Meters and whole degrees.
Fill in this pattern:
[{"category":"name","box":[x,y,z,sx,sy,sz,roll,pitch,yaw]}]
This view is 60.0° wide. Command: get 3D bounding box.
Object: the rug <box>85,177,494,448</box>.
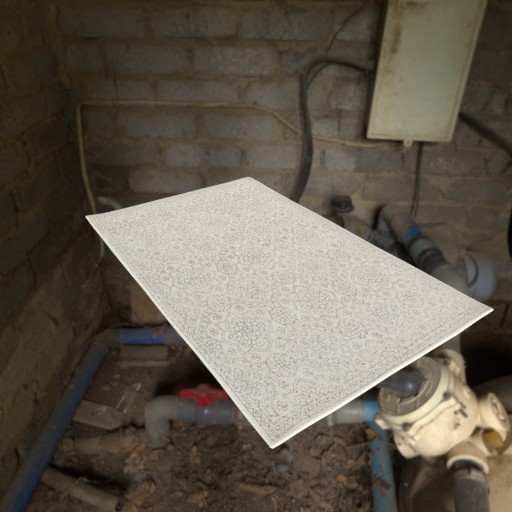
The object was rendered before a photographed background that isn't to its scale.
[{"category":"rug","box":[0.000,0.000,2.340,1.214,0.023,1.947,-20,36,-29]}]
